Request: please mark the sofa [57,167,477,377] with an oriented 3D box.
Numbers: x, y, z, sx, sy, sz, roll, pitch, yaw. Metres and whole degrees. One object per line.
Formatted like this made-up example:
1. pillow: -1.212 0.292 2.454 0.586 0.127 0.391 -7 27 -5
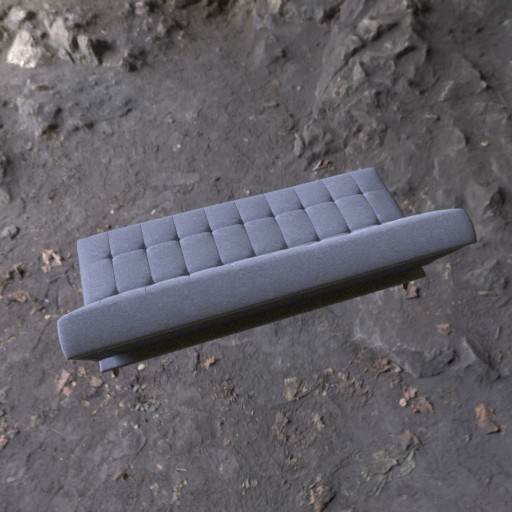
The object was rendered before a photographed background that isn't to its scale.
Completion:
1. sofa: 0.000 0.000 2.296 1.800 0.810 0.860 -15 59 -9
